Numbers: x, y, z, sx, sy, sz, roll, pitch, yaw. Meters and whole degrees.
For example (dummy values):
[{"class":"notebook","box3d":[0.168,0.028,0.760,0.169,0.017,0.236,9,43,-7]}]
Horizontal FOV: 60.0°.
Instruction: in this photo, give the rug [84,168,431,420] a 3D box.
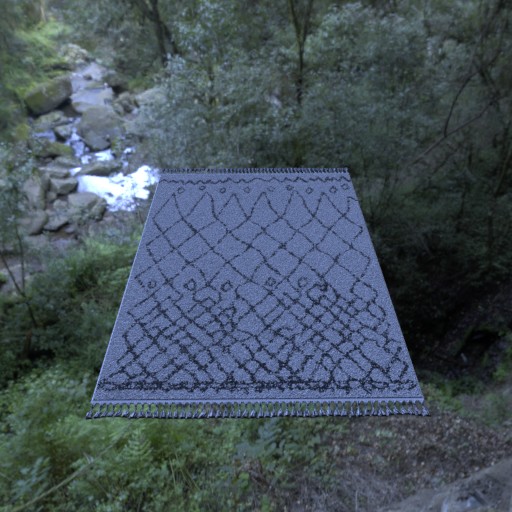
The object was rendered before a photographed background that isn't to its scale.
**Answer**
[{"class":"rug","box3d":[0.000,0.000,2.934,1.613,0.017,2.312,0,40,0]}]
